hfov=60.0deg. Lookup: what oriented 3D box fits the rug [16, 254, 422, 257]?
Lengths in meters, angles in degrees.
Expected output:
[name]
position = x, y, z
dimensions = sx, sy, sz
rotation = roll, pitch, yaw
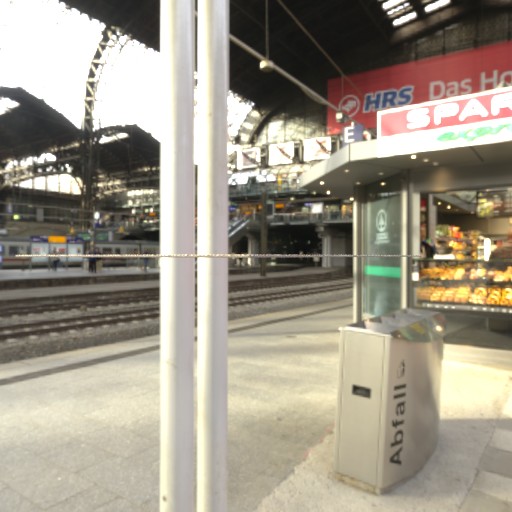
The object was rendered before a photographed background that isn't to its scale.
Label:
[rug]
position = 0.000, 0.000, 2.221
dimensions = 1.175, 0.008, 1.783
rotation = 0, 0, 34
